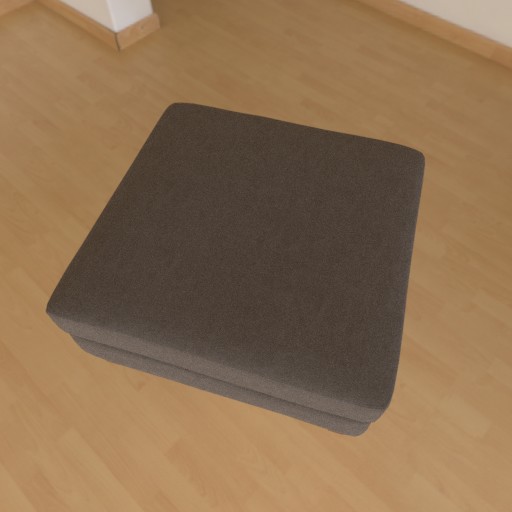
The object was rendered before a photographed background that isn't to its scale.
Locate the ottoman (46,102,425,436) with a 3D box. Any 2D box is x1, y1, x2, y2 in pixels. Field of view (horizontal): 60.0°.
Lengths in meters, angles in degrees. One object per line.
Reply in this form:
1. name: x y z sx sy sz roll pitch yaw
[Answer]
1. ottoman: 0.000 0.000 1.407 0.881 0.482 0.861 14 59 9
